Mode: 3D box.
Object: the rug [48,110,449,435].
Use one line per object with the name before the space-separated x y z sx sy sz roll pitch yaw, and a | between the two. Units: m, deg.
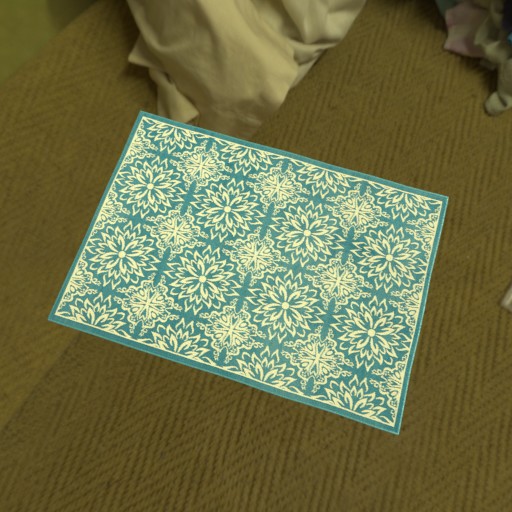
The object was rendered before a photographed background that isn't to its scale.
rug | 0.000 0.000 2.839 2.205 0.012 1.554 17 75 5
